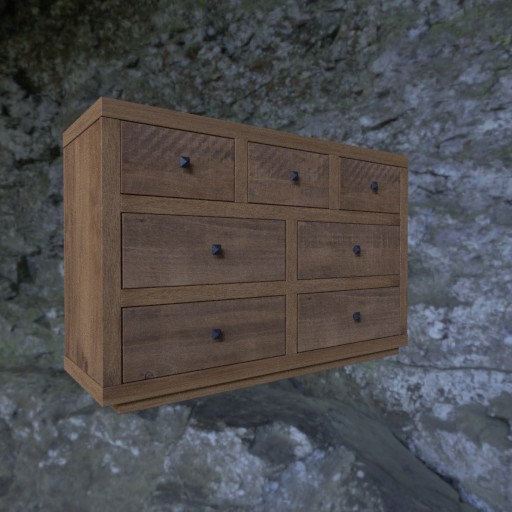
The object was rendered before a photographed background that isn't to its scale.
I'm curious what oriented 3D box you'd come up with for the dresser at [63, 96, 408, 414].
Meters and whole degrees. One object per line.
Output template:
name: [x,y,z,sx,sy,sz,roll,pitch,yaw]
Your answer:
dresser: [0.000,0.000,1.664,1.261,0.825,0.479,-1,1,-35]
